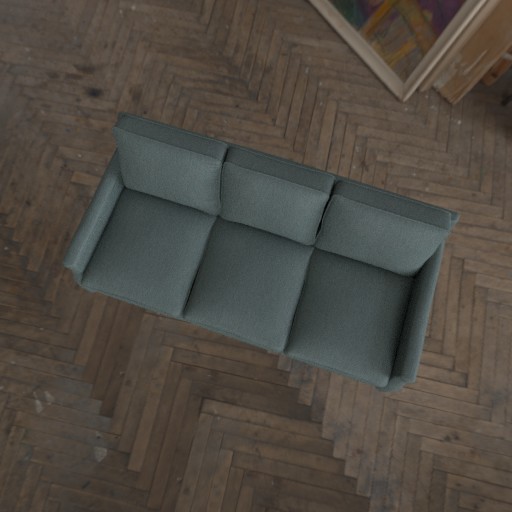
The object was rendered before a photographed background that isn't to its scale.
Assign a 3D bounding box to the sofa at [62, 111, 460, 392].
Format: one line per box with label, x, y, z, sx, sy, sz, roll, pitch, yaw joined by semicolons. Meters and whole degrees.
sofa;0.000;0.000;2.877;2.246;1.003;1.084;18;75;5
